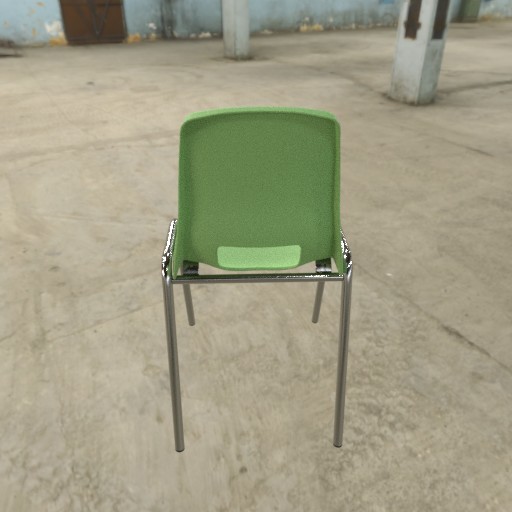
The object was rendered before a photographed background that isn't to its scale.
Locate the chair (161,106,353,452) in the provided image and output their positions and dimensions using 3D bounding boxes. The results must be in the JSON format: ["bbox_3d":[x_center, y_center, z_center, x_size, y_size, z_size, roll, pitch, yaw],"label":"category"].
[{"bbox_3d":[0.000,0.000,0.945,0.381,0.704,0.436,-1,31,-2],"label":"chair"}]
